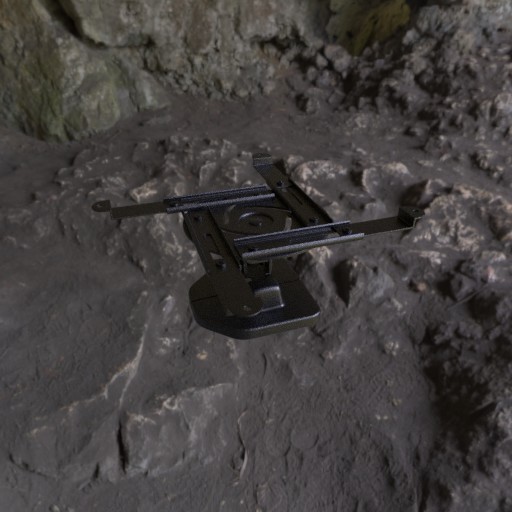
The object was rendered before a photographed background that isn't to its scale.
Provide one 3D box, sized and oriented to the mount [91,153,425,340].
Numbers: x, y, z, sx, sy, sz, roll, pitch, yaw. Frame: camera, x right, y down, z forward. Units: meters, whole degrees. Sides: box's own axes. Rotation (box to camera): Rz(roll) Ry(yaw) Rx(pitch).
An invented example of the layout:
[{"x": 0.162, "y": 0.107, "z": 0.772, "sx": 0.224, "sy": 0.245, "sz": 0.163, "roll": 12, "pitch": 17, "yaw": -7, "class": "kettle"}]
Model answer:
[{"x": 0.000, "y": 0.000, "z": 0.596, "sx": 0.394, "sy": 0.141, "sz": 0.394, "roll": -10, "pitch": 33, "yaw": -15, "class": "mount"}]
